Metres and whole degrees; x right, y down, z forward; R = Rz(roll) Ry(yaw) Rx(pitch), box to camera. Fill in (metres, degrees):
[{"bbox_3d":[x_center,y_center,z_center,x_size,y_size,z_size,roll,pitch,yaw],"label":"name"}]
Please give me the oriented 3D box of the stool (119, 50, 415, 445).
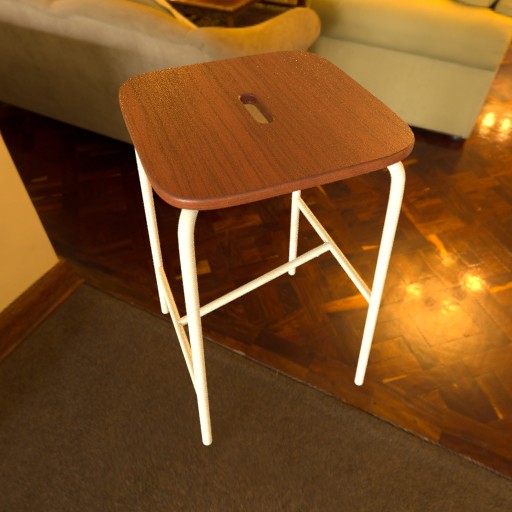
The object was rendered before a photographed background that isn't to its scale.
[{"bbox_3d":[0.000,0.000,0.853,0.376,0.610,0.376,-16,48,-15],"label":"stool"}]
